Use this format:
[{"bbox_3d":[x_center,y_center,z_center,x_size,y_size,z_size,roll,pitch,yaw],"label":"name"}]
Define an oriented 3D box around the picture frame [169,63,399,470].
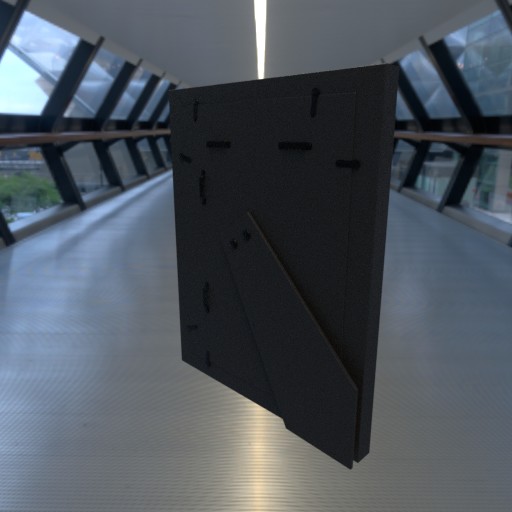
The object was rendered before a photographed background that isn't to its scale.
[{"bbox_3d":[0.000,0.000,0.515,0.036,0.383,0.307,-15,21,-43],"label":"picture frame"}]
